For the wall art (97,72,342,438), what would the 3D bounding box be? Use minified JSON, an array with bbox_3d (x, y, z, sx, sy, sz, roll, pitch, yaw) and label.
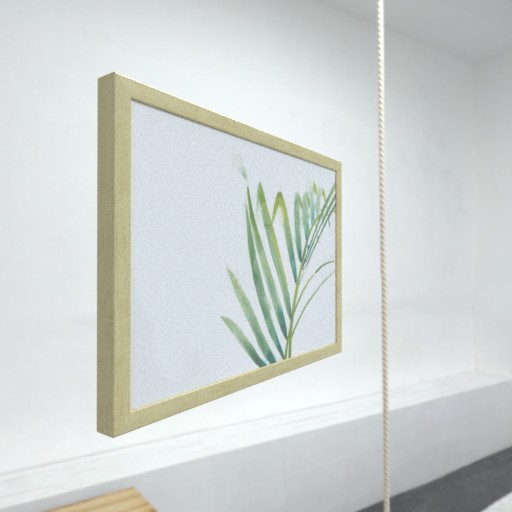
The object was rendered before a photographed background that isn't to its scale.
[{"bbox_3d":[0.000,0.000,0.682,0.032,0.381,0.533,0,-1,37],"label":"wall art"}]
